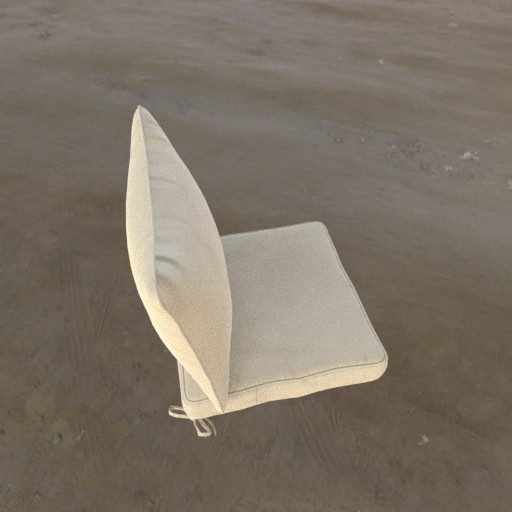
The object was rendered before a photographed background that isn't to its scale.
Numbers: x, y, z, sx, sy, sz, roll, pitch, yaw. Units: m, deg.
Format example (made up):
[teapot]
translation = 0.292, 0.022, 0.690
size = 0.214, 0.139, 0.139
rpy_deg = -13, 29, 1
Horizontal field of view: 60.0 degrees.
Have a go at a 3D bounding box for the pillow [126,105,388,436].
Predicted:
[pillow]
translation = 0.000, 0.000, 1.404
size = 0.733, 0.716, 0.798
rpy_deg = -9, 48, -9
